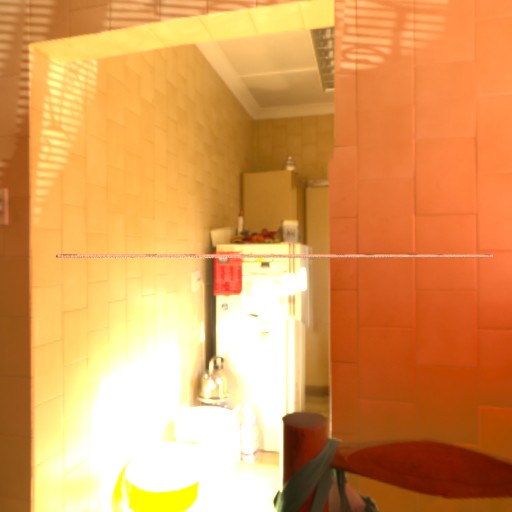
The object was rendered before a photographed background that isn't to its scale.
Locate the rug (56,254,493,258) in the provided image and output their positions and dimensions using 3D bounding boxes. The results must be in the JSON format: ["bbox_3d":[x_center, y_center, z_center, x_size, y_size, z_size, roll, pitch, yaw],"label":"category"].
[{"bbox_3d":[0.000,0.000,3.822,2.910,0.021,2.211,0,0,-17],"label":"rug"}]
